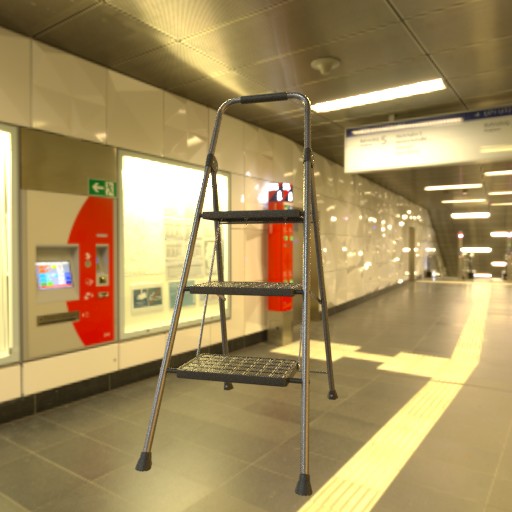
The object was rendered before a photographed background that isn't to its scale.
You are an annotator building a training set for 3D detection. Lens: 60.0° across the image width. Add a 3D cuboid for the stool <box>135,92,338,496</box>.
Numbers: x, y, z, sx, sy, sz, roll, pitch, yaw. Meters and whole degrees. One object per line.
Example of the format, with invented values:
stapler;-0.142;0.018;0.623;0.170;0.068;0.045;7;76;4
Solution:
stool;0.000;0.000;1.449;0.473;1.121;0.733;0;1;15
